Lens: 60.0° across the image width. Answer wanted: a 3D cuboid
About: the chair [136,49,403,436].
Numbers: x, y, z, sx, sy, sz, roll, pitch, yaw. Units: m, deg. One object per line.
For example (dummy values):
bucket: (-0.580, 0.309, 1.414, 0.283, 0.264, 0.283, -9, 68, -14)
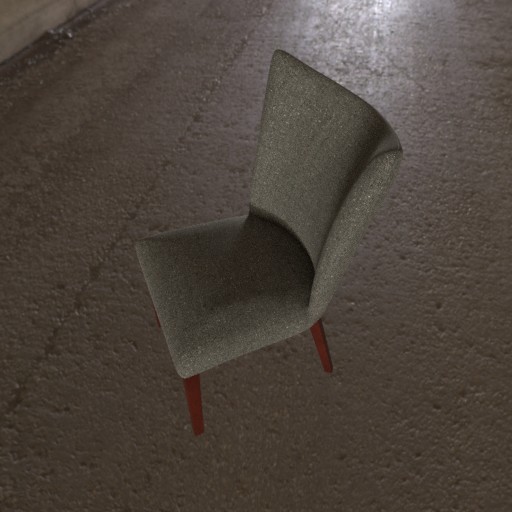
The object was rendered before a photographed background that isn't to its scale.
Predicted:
chair: (0.000, 0.000, 1.278, 0.623, 0.924, 0.535, -17, 49, -16)
